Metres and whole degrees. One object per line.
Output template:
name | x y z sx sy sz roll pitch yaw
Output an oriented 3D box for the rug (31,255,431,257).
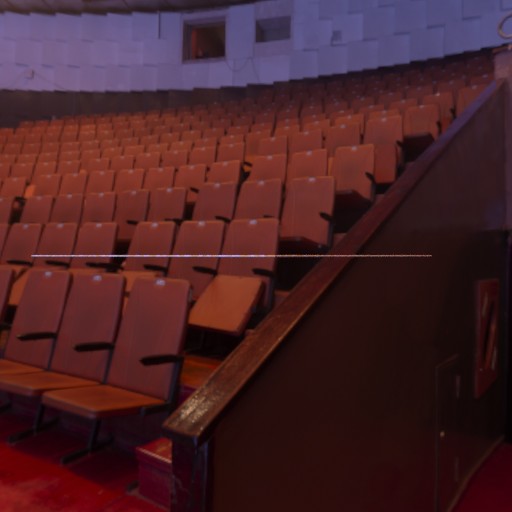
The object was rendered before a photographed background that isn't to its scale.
rug | 0.000 0.000 4.202 2.433 0.011 3.037 0 0 36
